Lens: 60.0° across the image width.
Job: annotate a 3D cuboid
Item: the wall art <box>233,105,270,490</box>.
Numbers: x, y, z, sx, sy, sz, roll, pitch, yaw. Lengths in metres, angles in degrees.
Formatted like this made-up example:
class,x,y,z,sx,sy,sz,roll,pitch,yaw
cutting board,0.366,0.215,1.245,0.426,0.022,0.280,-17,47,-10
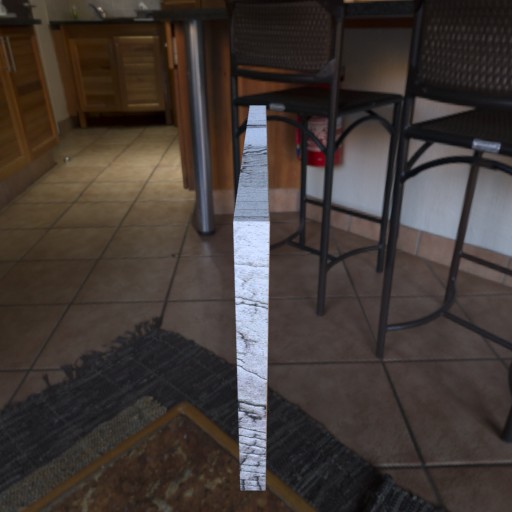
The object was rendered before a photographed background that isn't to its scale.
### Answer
class,x,y,z,sx,sy,sz,roll,pitch,yaw
wall art,0.000,0.000,0.786,0.035,0.407,0.613,0,29,1
